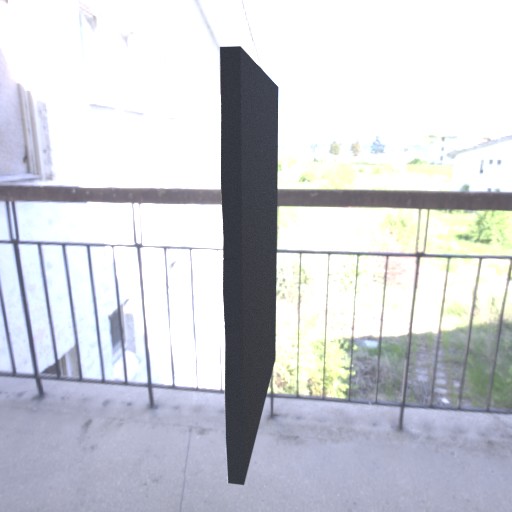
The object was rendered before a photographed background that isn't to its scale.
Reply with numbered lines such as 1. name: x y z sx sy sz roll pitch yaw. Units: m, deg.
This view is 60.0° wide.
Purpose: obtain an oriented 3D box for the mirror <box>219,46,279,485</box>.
1. mirror: 0.000 0.000 1.179 0.044 0.912 0.606 2 15 9
